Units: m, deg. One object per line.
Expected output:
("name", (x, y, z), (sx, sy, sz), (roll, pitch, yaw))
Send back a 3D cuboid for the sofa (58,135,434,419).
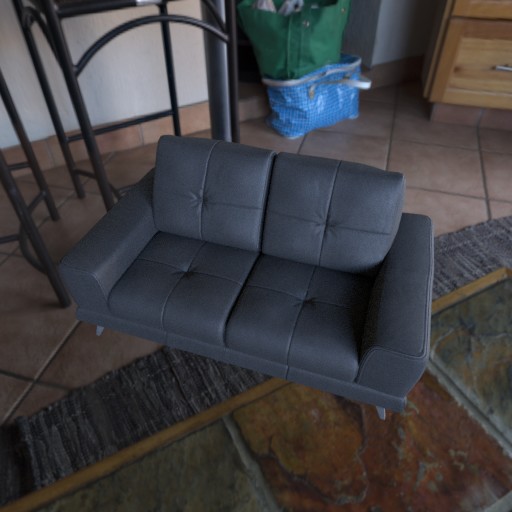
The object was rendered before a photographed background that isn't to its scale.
("sofa", (0.000, 0.000, 2.379), (1.806, 0.907, 1.018), (13, 44, 14))
